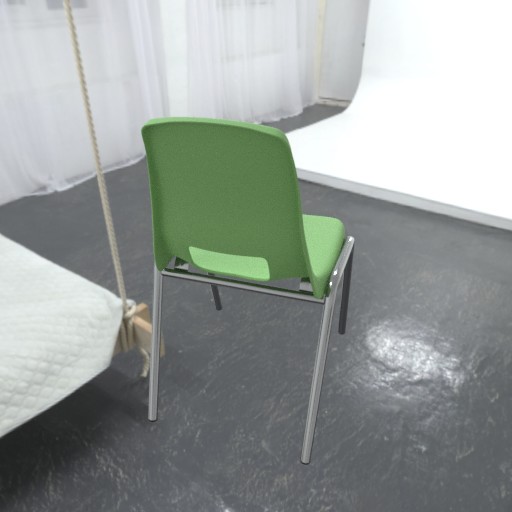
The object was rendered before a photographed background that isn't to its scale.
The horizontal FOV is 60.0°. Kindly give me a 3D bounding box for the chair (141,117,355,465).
[{"bbox_3d":[0.000,0.000,0.928,0.381,0.653,0.436,9,31,15],"label":"chair"}]
